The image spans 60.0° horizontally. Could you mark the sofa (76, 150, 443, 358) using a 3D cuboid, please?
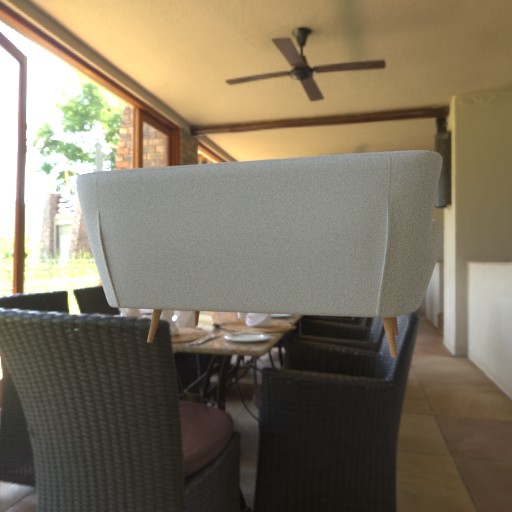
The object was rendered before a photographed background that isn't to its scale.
[{"bbox_3d":[0.000,0.000,2.389,1.930,0.890,0.899,0,0,17],"label":"sofa"}]
